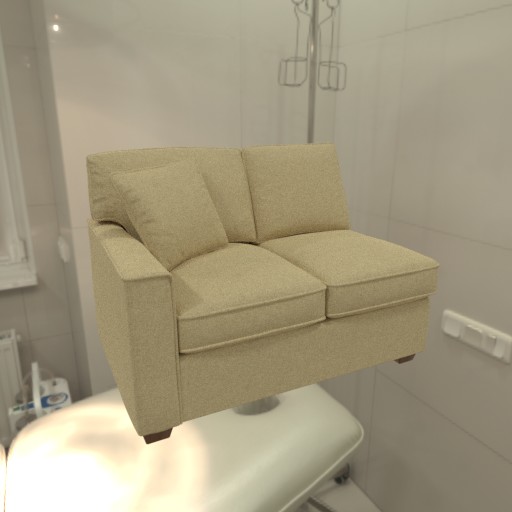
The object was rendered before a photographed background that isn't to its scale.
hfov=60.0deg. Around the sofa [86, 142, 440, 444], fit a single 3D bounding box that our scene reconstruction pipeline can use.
[{"bbox_3d":[0.000,0.000,2.078,1.388,0.989,0.991,-8,19,-26],"label":"sofa"}]
